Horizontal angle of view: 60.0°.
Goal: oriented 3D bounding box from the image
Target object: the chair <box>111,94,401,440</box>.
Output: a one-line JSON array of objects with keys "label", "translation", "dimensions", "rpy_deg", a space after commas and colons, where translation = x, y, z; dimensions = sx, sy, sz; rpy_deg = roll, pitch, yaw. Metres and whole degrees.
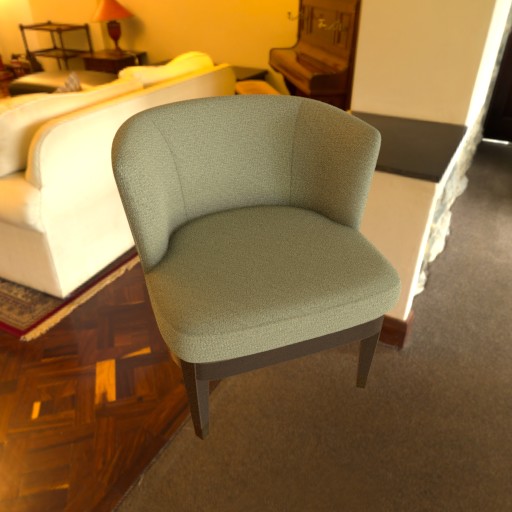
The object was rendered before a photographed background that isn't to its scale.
[{"label": "chair", "translation": [0.000, 0.000, 1.282], "dimensions": [0.700, 0.760, 0.660], "rpy_deg": [-11, 34, -17]}]
